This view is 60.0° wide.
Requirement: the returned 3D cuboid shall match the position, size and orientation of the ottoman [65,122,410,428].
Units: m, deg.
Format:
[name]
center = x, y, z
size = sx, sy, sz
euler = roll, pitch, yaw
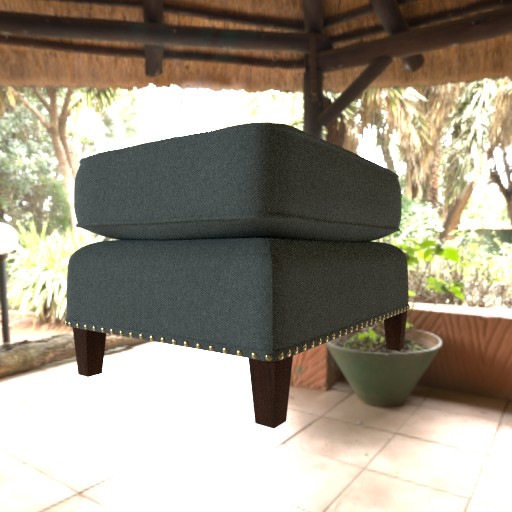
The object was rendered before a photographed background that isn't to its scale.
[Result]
[ottoman]
center = 0.000, 0.000, 1.144
size = 0.589, 0.537, 0.738
euler = 1, 1, 35
